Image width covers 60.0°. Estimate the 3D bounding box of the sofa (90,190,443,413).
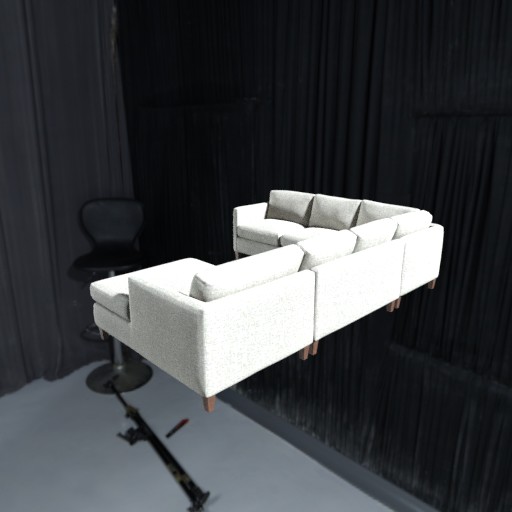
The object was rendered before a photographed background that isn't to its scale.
[{"bbox_3d":[0.000,0.000,4.750,3.460,0.959,2.593,-15,22,-42],"label":"sofa"}]
